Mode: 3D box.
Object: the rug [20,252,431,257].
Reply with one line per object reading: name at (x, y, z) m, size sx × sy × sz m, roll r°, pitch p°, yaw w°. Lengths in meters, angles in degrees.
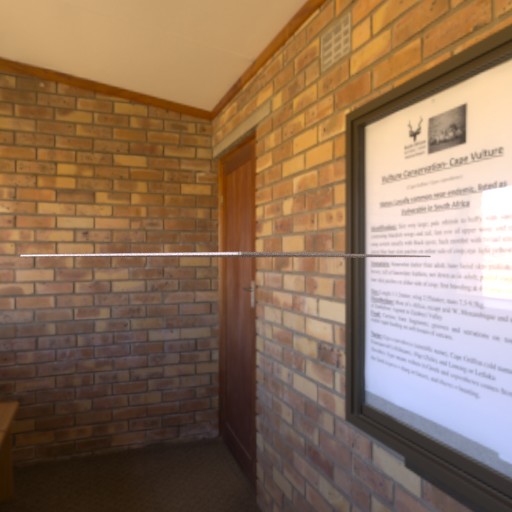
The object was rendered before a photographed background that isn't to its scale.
rug at (0.000, 0.000, 3.666) m, size 2.005 × 0.014 × 2.878 m, roll 0°, pitch 0°, yaw 37°
